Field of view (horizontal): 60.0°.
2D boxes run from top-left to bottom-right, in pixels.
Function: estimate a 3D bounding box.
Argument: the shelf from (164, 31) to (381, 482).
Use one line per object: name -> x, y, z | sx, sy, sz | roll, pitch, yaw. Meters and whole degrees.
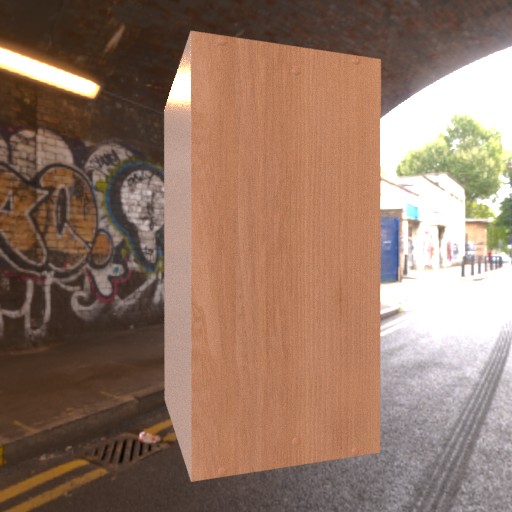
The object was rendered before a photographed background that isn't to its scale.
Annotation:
shelf -> 0.000, 0.000, 0.798 | 0.290, 0.600, 0.350 | 0, 0, -17
